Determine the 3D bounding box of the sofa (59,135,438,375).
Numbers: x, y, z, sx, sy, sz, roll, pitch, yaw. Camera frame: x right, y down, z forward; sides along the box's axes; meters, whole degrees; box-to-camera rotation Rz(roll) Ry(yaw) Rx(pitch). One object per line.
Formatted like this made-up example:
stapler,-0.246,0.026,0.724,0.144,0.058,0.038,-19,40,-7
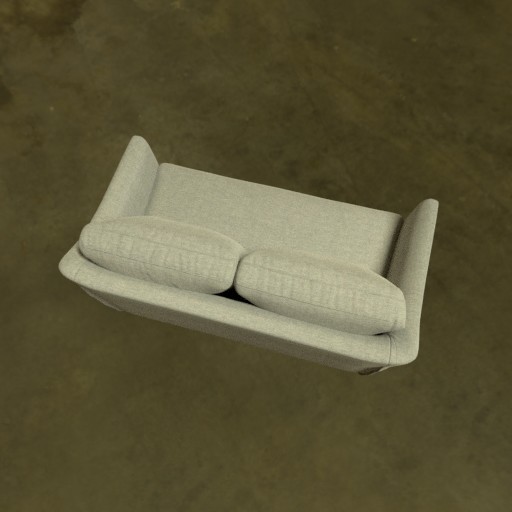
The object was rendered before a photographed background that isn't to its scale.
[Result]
sofa,0.000,0.000,2.201,1.619,0.904,0.960,14,63,7
